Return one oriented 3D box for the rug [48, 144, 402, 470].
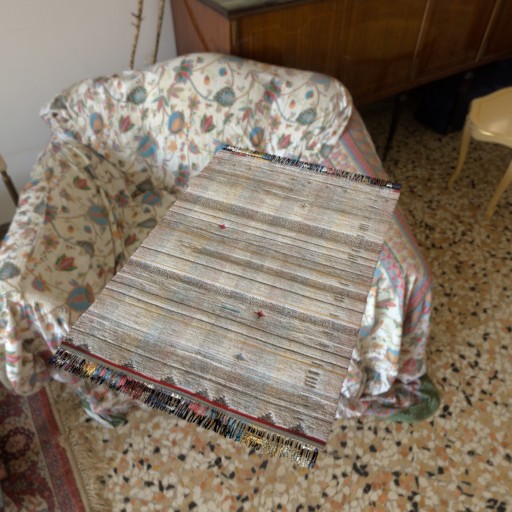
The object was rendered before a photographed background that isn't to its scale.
[{"bbox_3d":[0.000,0.000,2.306,1.217,0.012,1.848,16,48,15],"label":"rug"}]
